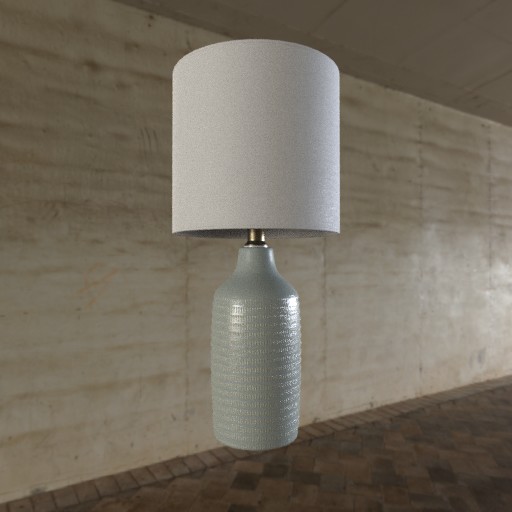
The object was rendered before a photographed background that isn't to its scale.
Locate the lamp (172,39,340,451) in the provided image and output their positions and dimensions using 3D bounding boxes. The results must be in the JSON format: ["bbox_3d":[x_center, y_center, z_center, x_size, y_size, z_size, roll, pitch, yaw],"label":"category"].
[{"bbox_3d":[0.000,0.000,0.594,0.220,0.475,0.220,0,-1,0],"label":"lamp"}]
